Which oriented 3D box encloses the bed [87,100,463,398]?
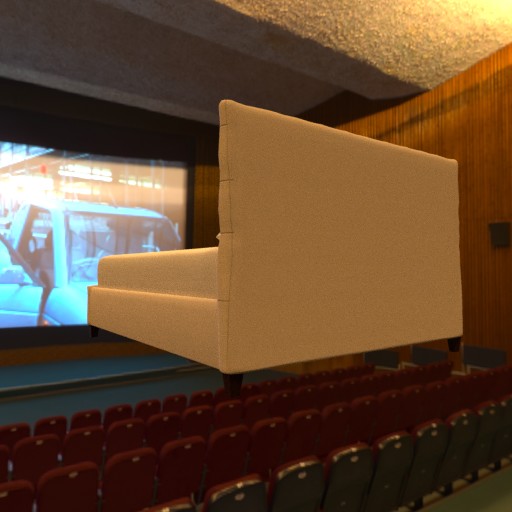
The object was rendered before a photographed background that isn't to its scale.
[{"bbox_3d":[0.000,0.000,3.636,2.078,1.427,2.387,1,-2,-36],"label":"bed"}]
